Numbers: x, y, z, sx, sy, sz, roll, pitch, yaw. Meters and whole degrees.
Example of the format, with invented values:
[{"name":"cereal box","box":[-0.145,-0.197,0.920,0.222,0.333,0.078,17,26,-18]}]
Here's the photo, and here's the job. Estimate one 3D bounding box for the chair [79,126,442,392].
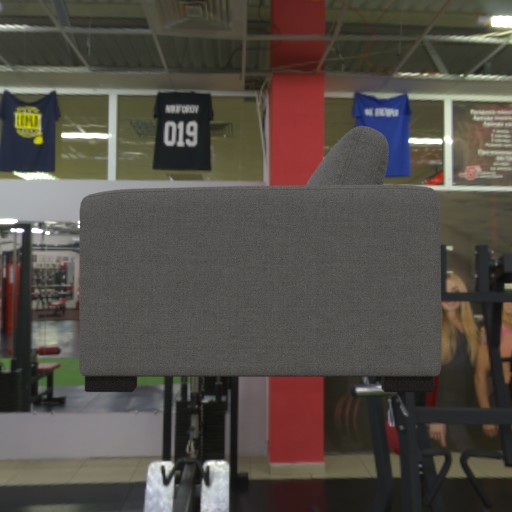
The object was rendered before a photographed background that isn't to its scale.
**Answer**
[{"name":"chair","box":[0.000,0.000,1.840,1.100,0.847,1.070,0,-2,0]}]
